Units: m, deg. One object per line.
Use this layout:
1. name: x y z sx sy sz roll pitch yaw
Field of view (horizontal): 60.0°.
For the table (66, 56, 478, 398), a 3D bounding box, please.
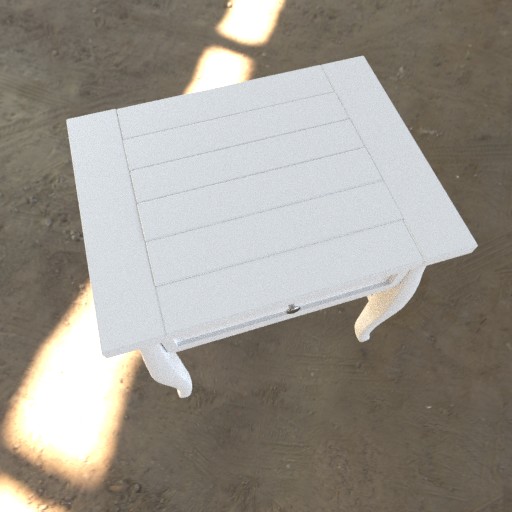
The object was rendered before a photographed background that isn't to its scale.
1. table: 0.000 0.000 1.033 0.599 0.605 0.463 -15 64 -8
